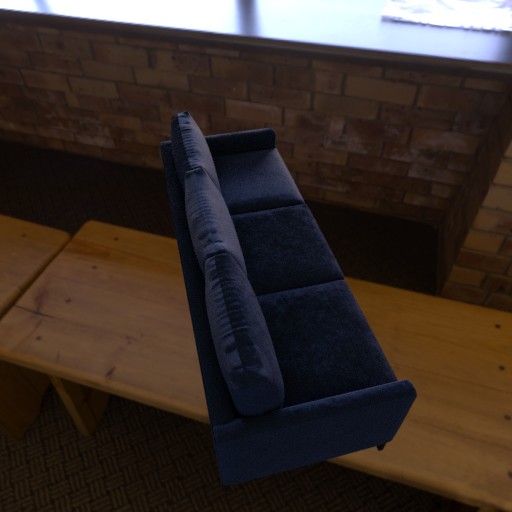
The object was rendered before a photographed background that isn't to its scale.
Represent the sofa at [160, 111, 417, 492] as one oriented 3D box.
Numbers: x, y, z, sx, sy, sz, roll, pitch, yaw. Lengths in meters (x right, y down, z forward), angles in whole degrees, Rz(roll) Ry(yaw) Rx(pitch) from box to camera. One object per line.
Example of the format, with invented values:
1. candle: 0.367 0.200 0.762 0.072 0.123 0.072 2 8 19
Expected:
1. sofa: 0.000 0.000 2.627 0.875 0.879 2.252 -10 46 -10
